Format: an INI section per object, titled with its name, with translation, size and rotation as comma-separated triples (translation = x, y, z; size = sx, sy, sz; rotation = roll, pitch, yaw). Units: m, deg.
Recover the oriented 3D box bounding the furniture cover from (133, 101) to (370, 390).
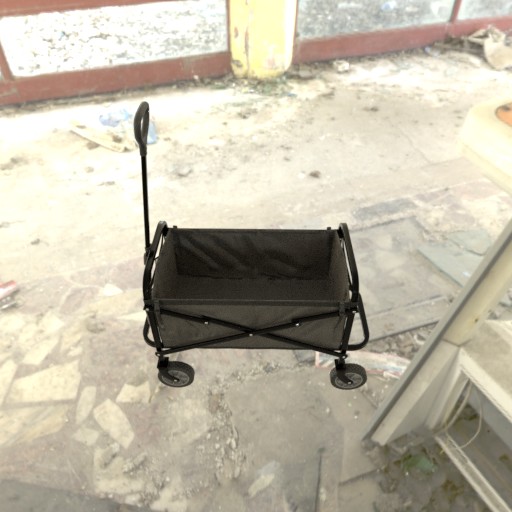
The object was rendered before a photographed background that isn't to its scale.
[furniture cover]
translation = 0.000, 0.000, 1.860
size = 1.038, 1.295, 0.532
rotation = 1, 42, 1
